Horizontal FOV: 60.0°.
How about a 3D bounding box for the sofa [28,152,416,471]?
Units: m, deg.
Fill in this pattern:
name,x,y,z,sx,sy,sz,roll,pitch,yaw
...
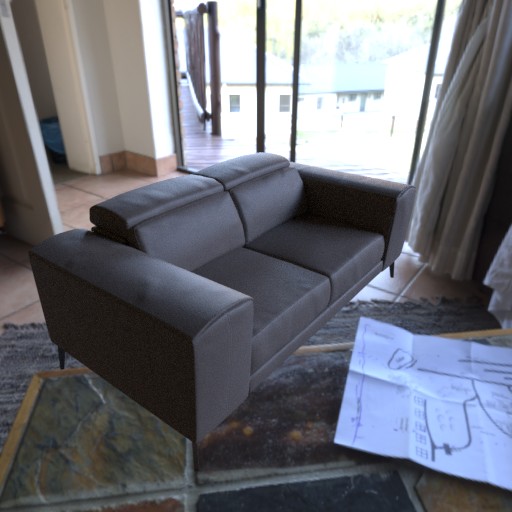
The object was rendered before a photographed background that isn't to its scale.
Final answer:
name,x,y,z,sx,sy,sz,roll,pitch,yaw
sofa,0.000,0.000,2.347,1.003,0.779,1.895,19,33,33
